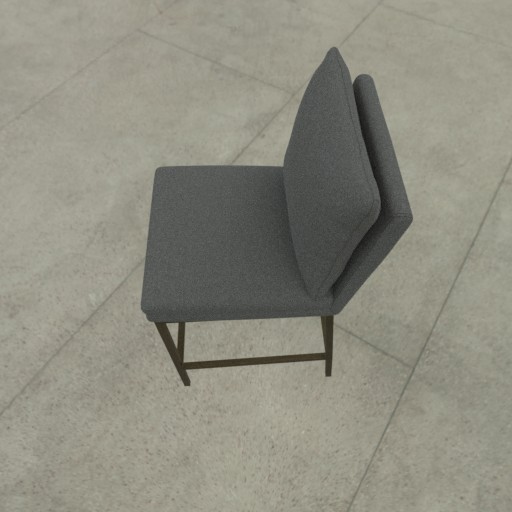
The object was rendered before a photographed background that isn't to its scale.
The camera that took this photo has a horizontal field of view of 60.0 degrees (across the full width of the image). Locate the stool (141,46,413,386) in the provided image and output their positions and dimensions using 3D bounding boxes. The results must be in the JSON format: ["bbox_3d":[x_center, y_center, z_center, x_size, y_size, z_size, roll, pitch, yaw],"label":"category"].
[{"bbox_3d":[0.000,0.000,1.291,0.569,1.030,0.463,-2,58,-1],"label":"stool"}]
